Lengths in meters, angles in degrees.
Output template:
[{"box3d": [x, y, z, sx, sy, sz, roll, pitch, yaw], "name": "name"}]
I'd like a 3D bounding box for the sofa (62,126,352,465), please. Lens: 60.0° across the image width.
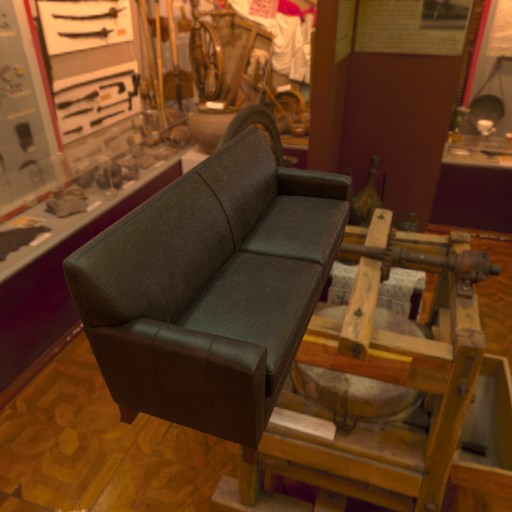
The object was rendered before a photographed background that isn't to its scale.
[{"box3d": [0.000, 0.000, 2.580, 0.805, 0.947, 2.053, 11, 33, 17], "name": "sofa"}]
